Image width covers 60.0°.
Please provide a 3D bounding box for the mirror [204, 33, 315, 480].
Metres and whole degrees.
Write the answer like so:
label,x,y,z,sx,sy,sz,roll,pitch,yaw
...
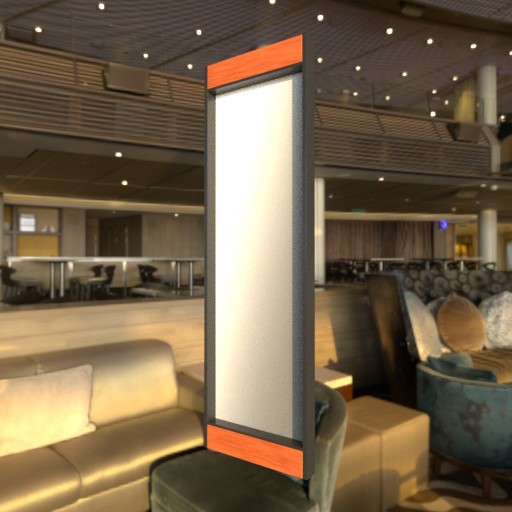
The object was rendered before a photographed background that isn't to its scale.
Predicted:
label,x,y,z,sx,sy,sz,roll,pitch,yaw
mirror,0.000,0.000,1.230,0.343,1.123,0.047,0,-1,35
